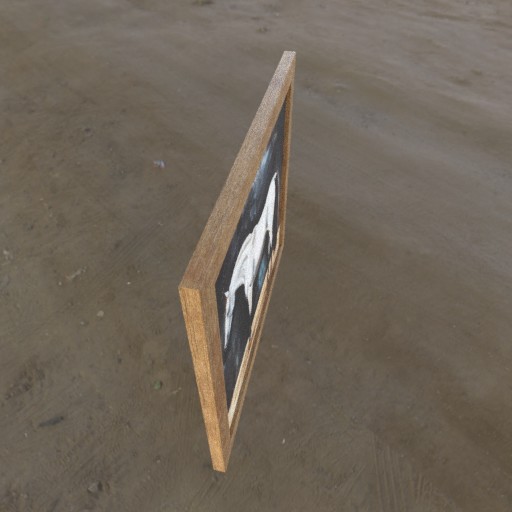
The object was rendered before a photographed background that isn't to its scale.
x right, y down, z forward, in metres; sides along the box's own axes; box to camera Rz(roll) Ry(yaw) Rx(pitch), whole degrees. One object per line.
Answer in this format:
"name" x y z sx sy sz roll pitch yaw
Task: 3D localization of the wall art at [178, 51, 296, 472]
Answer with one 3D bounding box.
"wall art" 0.000 0.000 0.943 0.026 0.588 0.690 9 47 9
